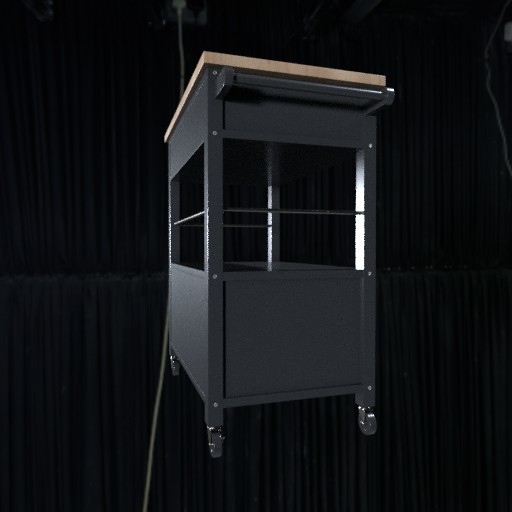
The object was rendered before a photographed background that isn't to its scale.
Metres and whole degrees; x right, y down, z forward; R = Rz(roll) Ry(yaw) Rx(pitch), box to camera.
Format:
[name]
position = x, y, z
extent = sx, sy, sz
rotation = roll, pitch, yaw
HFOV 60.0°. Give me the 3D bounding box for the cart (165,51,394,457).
[cart]
position = 0.000, 0.000, 1.364
extent = 0.459, 0.901, 0.840
rotation = 0, 1, -18
